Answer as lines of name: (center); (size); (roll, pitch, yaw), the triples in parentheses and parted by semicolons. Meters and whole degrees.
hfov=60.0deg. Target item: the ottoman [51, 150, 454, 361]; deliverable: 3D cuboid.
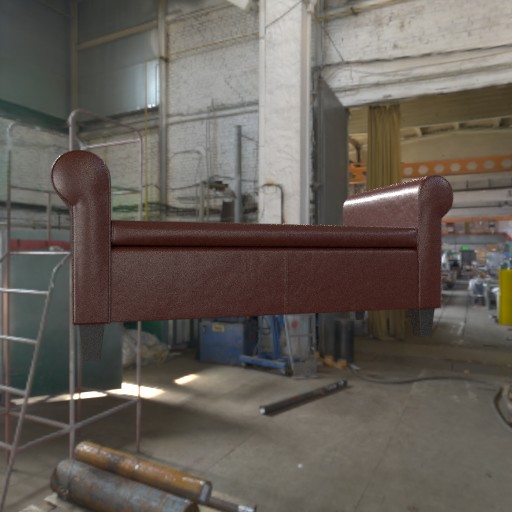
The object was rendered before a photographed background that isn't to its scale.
ottoman: (0.000, 0.000, 1.547); (1.256, 0.547, 0.521); (0, 0, -19)
